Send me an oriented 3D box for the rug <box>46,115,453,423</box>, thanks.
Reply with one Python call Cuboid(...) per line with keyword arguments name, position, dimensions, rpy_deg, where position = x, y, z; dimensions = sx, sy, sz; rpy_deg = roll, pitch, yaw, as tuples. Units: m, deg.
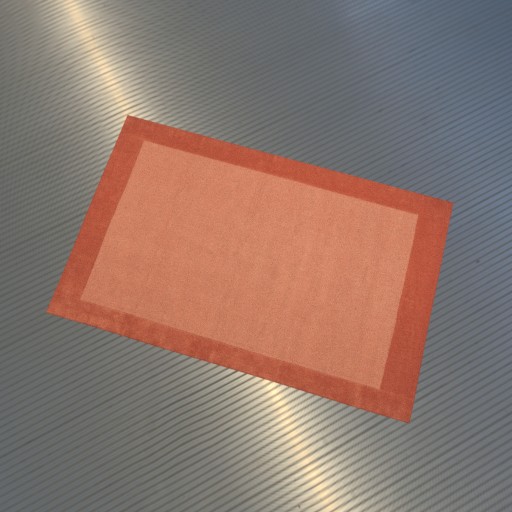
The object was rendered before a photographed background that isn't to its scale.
Cuboid(name="rug", position=(0.000, 0.000, 3.016), dimensions=(2.438, 0.014, 1.524), rpy_deg=(16, 76, 4))
